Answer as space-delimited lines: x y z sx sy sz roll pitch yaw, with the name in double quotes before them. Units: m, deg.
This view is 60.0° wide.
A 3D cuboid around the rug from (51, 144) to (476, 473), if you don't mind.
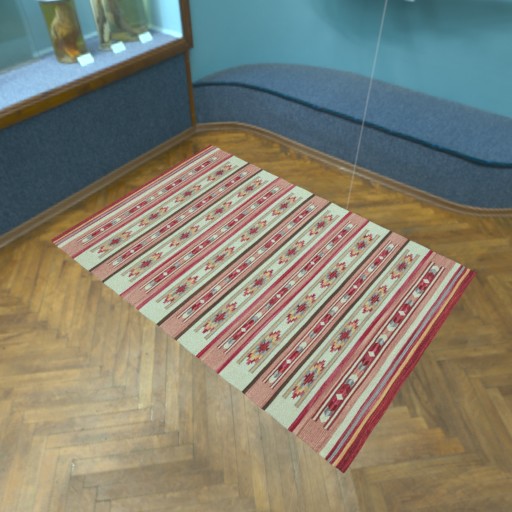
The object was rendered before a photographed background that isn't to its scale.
"rug" 0.000 0.000 2.264 1.817 0.008 1.223 31 53 27
